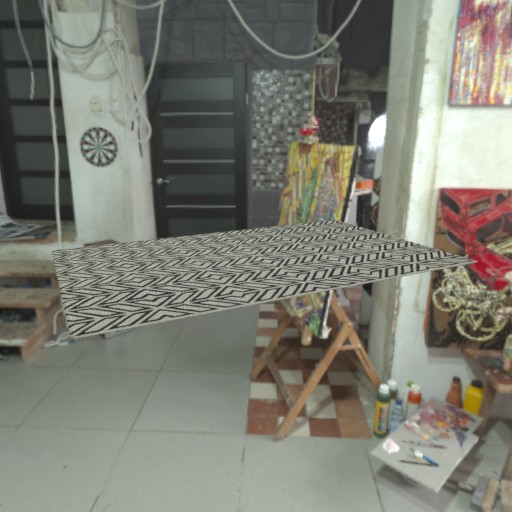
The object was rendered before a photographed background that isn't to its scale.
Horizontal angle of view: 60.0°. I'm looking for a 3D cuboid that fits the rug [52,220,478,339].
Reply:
[{"bbox_3d":[0.000,0.000,2.973,2.438,0.008,1.523,-8,18,-26],"label":"rug"}]
